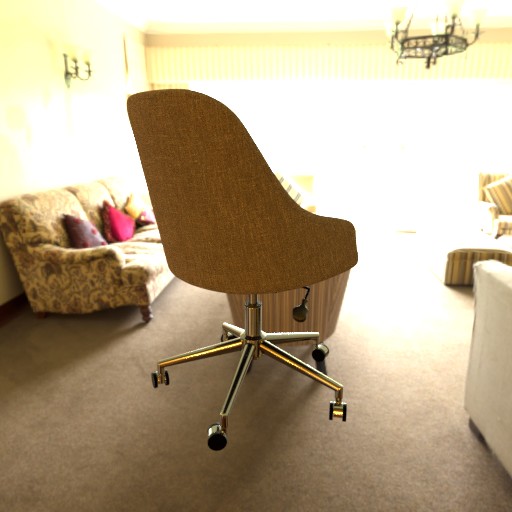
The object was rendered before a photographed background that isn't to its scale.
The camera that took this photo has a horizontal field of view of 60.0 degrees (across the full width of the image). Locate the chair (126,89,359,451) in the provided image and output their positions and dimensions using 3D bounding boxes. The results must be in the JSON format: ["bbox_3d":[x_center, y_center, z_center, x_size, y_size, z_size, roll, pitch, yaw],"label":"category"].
[{"bbox_3d":[0.000,0.000,1.411,0.712,0.950,0.671,-14,21,-42],"label":"chair"}]
